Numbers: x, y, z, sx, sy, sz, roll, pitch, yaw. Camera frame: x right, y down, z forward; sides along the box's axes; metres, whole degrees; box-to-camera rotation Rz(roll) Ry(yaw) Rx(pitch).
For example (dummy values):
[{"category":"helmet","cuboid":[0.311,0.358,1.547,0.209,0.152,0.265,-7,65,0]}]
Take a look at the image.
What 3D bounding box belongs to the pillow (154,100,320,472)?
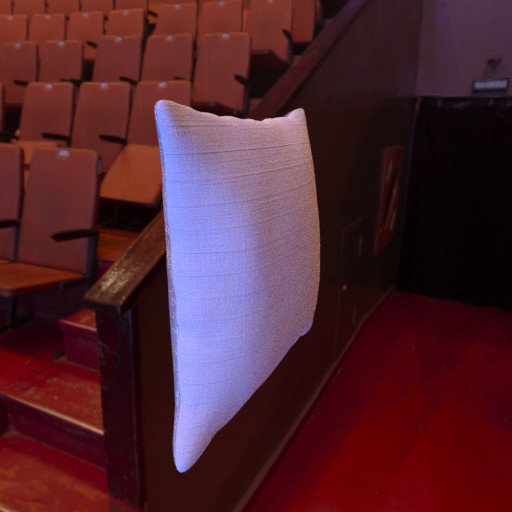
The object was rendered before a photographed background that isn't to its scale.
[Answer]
[{"category":"pillow","cuboid":[0.000,0.000,0.712,0.175,0.464,0.470,8,18,24]}]
